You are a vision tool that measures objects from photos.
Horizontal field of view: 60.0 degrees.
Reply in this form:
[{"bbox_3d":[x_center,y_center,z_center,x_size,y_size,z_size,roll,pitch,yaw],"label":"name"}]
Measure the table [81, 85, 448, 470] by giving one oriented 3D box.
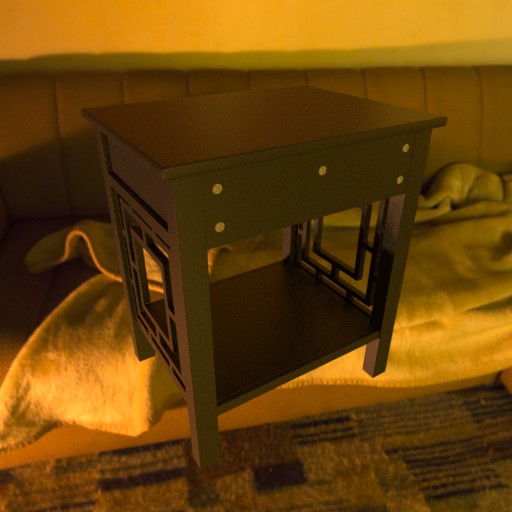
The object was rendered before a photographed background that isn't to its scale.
[{"bbox_3d":[0.000,0.000,1.022,0.564,0.646,0.451,-17,34,-27],"label":"table"}]
